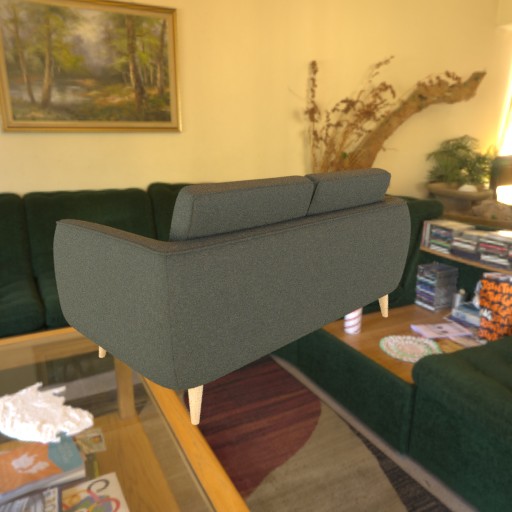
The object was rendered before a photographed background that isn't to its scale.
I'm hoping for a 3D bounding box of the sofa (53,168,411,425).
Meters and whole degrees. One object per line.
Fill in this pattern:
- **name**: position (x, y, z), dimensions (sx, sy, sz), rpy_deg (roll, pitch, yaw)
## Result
- **sofa**: position (0.000, 0.000, 2.246), dimensions (0.920, 0.850, 1.700), rpy_deg (15, 21, 43)
